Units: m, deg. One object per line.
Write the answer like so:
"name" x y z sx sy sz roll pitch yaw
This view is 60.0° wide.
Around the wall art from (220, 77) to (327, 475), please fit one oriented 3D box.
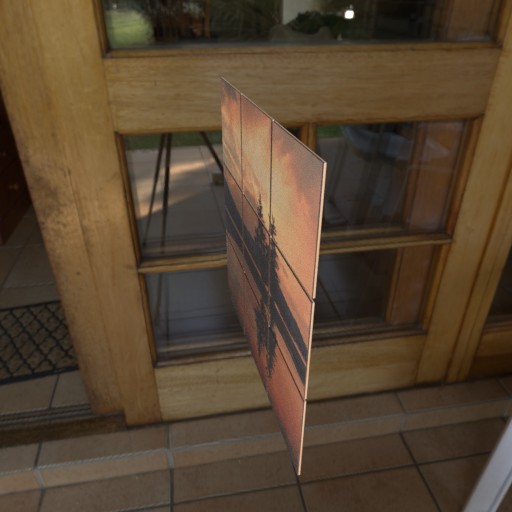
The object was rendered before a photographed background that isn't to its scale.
"wall art" 0.000 0.000 2.320 0.013 1.525 1.520 -8 32 -13
